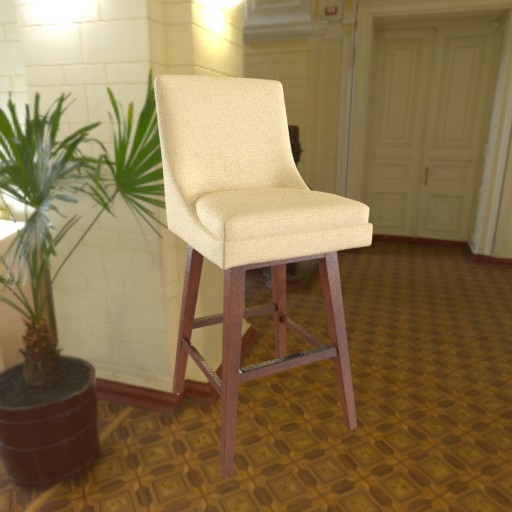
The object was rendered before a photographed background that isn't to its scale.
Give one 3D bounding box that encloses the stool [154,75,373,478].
[{"bbox_3d":[0.000,0.000,1.397,0.470,1.097,0.559,-8,18,-26],"label":"stool"}]
